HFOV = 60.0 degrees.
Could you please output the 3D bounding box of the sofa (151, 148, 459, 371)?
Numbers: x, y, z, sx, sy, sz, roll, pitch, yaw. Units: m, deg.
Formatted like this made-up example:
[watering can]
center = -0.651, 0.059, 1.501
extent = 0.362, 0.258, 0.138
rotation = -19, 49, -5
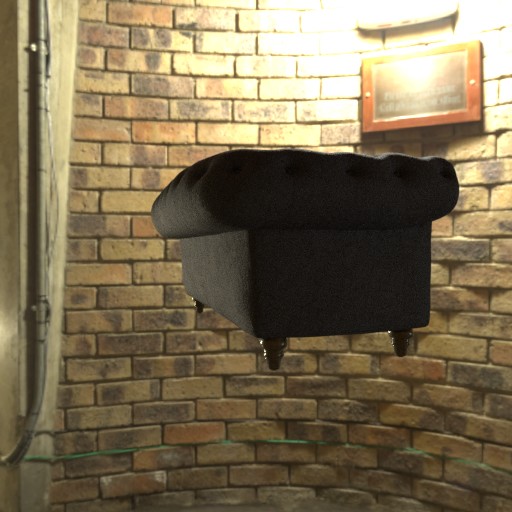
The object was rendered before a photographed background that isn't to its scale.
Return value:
[sofa]
center = 0.000, 0.000, 2.464
extent = 1.082, 0.833, 1.988
rotation = 0, 1, -18
